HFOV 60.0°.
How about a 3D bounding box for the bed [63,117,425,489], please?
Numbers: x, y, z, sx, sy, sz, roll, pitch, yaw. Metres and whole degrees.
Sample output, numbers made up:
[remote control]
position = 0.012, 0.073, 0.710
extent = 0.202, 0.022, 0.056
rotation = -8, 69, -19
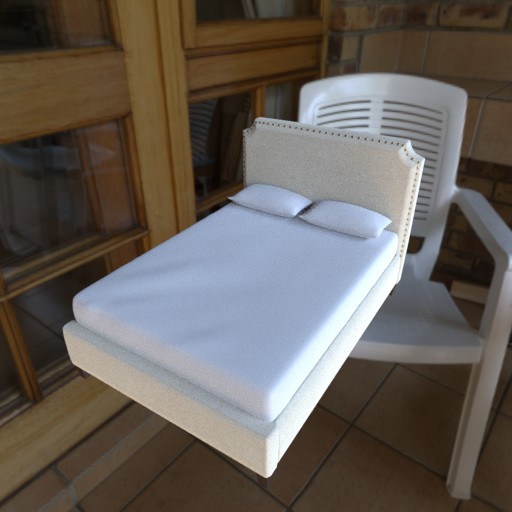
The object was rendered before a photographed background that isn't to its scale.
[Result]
[bed]
position = 0.000, 0.000, 3.399
extent = 1.713, 1.457, 2.381
rotation = 18, 35, 28
